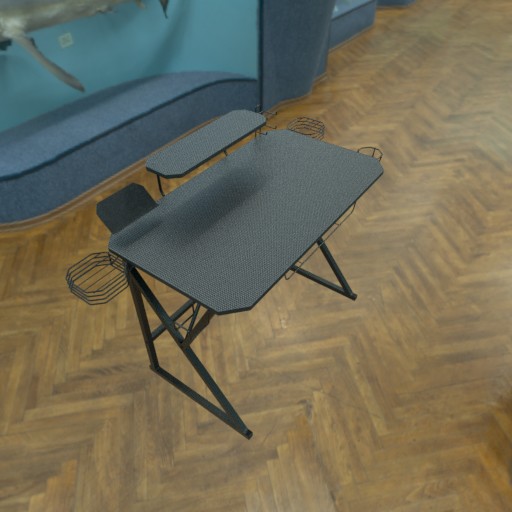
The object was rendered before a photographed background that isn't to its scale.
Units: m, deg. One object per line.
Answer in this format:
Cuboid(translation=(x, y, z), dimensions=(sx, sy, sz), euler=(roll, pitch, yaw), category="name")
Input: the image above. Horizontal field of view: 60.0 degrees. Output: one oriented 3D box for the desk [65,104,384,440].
Cuboid(translation=(0.000, 0.000, 1.730), dimensions=(0.580, 0.880, 1.290), euler=(26, 48, 26), category="desk")
